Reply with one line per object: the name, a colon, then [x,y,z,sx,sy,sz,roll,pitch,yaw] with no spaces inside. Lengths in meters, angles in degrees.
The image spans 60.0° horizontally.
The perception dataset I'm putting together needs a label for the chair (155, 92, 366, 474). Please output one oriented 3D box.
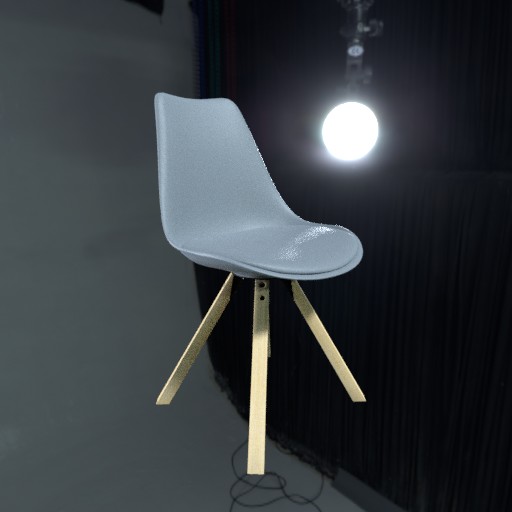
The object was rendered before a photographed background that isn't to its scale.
chair: [0.000,0.000,1.191,0.485,0.850,0.549,-13,19,-43]
